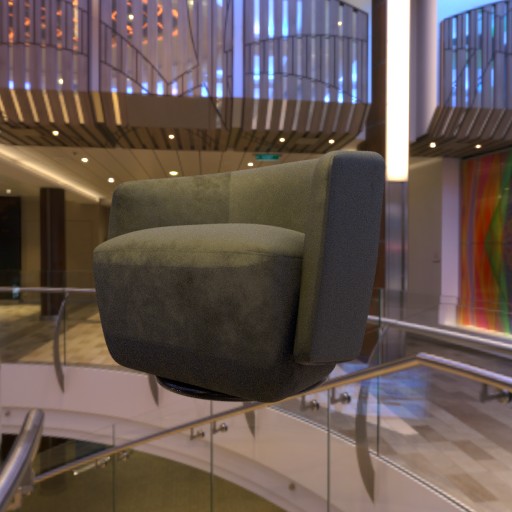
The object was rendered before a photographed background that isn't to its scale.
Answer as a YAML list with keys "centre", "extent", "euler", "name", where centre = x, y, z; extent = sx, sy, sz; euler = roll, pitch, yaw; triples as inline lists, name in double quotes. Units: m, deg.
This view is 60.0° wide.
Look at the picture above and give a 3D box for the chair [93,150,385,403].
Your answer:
- centre: [0.000, 0.000, 1.365]
  extent: [0.773, 0.698, 0.767]
  euler: [1, 1, 37]
  name: "chair"
